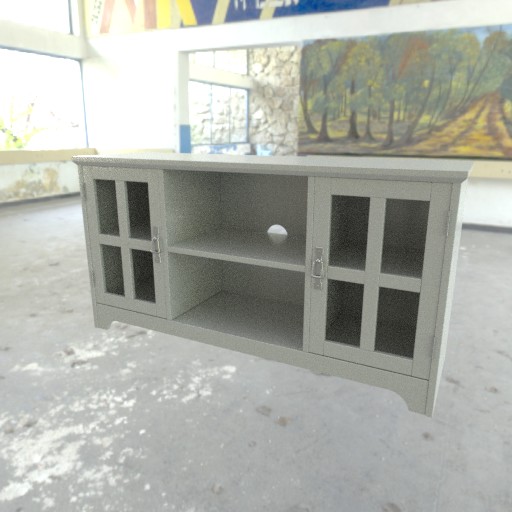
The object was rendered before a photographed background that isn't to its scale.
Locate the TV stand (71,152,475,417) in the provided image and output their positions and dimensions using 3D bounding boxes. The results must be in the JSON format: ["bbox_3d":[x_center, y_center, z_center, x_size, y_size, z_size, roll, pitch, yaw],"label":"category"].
[{"bbox_3d":[0.000,0.000,1.404,1.167,0.603,0.344,8,18,26],"label":"TV stand"}]
